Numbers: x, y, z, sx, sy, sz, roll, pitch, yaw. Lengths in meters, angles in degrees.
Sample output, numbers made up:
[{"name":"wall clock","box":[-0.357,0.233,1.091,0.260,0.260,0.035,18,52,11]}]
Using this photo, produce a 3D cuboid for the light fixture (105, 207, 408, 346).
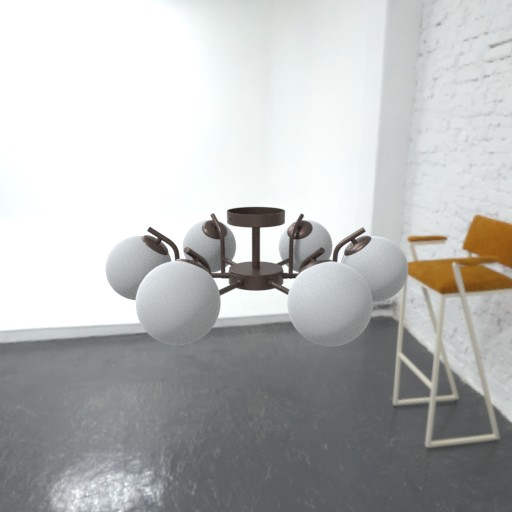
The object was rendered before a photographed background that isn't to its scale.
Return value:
[{"name":"light fixture","box":[0.000,0.000,0.974,0.662,0.201,0.662,0,14,0]}]
